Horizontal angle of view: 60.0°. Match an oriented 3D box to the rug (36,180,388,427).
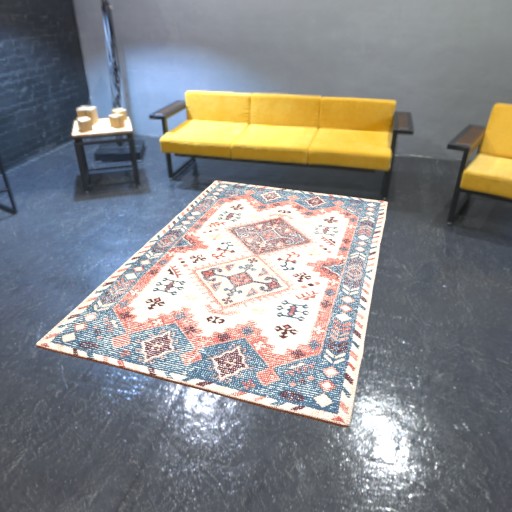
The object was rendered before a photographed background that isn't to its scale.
[{"bbox_3d":[0.000,0.000,2.311,1.225,0.015,1.840,9,32,15],"label":"rug"}]
